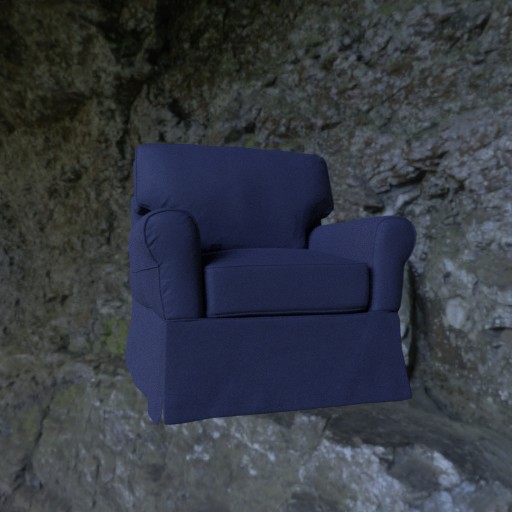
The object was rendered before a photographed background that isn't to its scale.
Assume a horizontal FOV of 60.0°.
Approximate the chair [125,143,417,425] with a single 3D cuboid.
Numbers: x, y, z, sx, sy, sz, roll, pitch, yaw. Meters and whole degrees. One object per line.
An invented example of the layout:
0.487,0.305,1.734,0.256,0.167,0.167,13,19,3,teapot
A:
0.000,0.000,2.015,1.119,1.140,1.002,0,0,-18,chair
